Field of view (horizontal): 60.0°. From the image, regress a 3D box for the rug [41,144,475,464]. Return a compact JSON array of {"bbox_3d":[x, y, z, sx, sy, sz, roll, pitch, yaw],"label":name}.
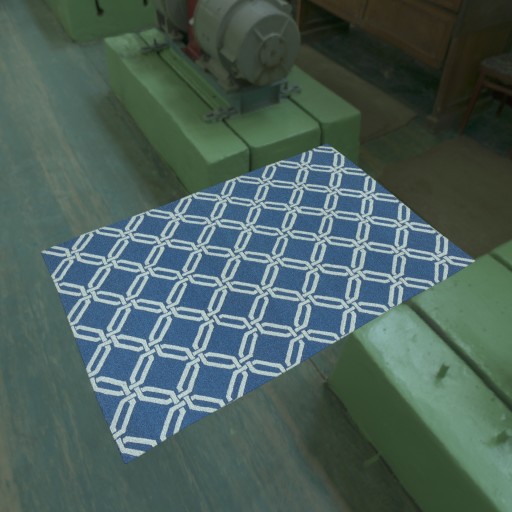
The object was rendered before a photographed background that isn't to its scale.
[{"bbox_3d":[0.000,0.000,2.121,1.755,0.010,1.153,-25,52,-21],"label":"rug"}]
